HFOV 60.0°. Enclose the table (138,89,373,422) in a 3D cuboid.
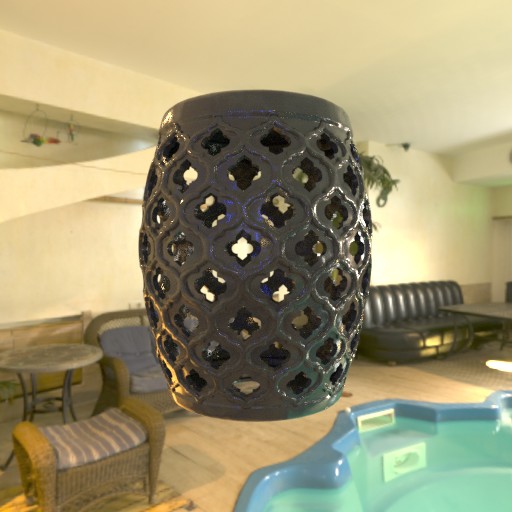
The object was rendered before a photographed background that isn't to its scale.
[{"bbox_3d":[0.000,0.000,0.636,0.325,0.388,0.325,0,1,0],"label":"table"}]
